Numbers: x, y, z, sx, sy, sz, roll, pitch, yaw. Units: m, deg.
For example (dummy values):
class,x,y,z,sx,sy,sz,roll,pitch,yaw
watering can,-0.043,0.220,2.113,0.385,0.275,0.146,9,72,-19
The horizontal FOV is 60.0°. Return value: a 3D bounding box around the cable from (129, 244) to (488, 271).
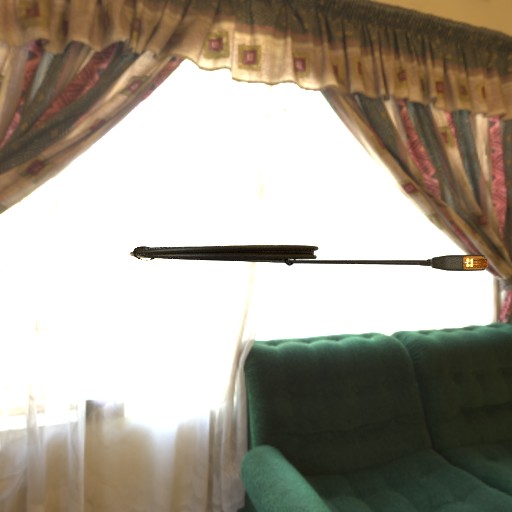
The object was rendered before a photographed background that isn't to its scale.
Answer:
class,x,y,z,sx,sy,sz,roll,pitch,yaw
cable,0.000,0.000,0.523,0.257,0.030,0.422,0,-1,-37
